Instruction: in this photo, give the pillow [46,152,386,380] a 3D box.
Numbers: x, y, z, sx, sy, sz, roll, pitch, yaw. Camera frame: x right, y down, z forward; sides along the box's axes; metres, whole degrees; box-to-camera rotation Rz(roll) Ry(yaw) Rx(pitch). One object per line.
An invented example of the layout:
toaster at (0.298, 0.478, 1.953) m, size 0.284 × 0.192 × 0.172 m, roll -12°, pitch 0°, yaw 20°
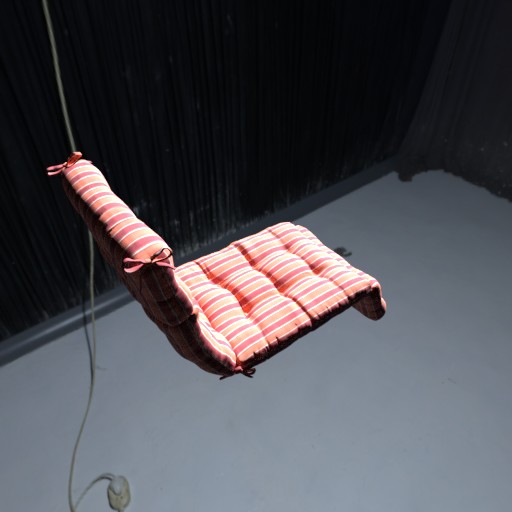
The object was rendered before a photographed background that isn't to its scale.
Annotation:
pillow at (0.000, 0.000, 1.501) m, size 1.016 × 0.863 × 0.526 m, roll -26°, pitch 48°, yaw -27°
